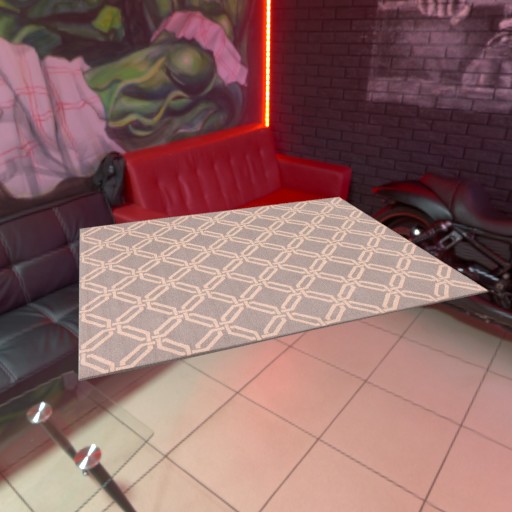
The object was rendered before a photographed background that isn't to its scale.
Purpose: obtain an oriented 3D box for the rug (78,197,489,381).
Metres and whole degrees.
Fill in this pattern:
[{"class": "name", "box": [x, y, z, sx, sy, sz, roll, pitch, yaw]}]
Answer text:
[{"class": "rug", "box": [0.000, 0.000, 3.857, 2.895, 0.018, 2.288, -9, 28, -17]}]
